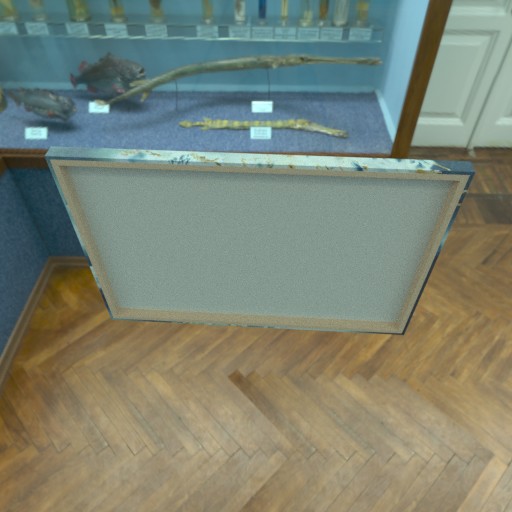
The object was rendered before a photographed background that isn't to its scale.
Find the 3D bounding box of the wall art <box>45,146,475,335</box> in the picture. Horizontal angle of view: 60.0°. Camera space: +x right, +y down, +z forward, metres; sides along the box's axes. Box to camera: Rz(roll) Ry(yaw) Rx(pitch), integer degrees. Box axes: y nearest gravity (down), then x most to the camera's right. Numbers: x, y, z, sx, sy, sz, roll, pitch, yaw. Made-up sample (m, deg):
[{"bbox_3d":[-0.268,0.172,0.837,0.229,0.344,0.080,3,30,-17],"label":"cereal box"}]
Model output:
[{"bbox_3d":[0.000,0.000,1.171,0.912,0.608,0.038,3,47,2],"label":"wall art"}]
